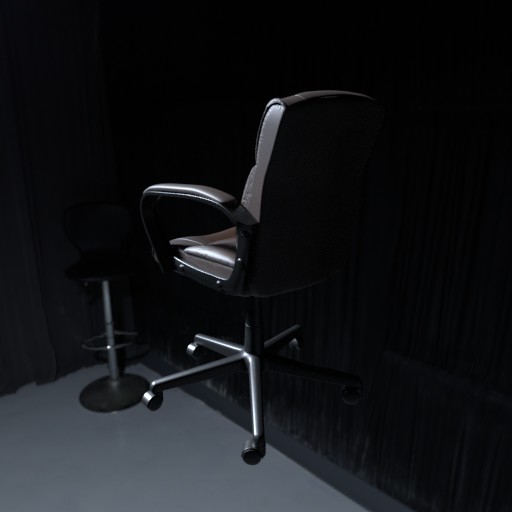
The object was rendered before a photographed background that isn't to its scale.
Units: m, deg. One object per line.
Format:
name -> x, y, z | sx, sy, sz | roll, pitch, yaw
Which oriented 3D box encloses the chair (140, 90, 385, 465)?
chair -> 0.000, 0.000, 1.484 | 0.739, 1.004, 0.717 | -15, 22, -42
